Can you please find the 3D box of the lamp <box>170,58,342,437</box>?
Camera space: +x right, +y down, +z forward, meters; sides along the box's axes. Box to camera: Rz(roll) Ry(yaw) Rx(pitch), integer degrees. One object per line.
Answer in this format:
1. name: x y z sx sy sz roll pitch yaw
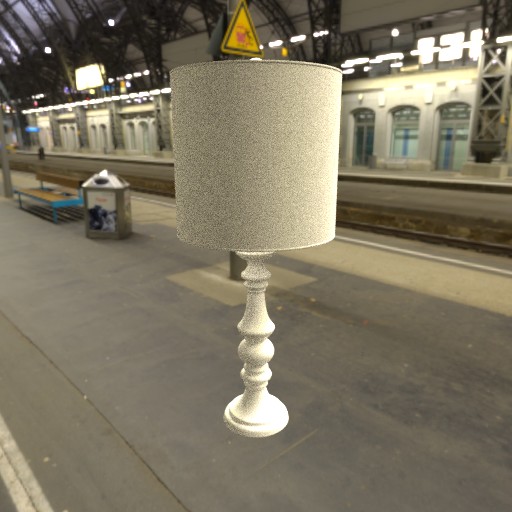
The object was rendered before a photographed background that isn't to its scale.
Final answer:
1. lamp: 0.000 0.000 0.722 0.250 0.597 0.250 7 16 26
